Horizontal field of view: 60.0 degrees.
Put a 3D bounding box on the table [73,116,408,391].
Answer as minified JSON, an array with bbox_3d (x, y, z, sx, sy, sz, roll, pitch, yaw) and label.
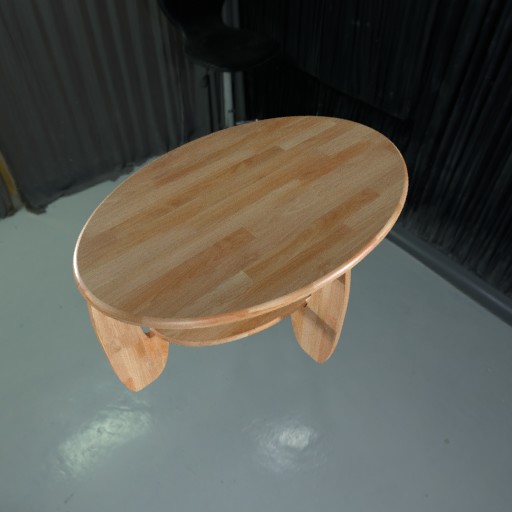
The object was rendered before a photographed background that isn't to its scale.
[{"bbox_3d":[0.000,0.000,1.379,1.040,0.490,0.690,-33,55,-27],"label":"table"}]
